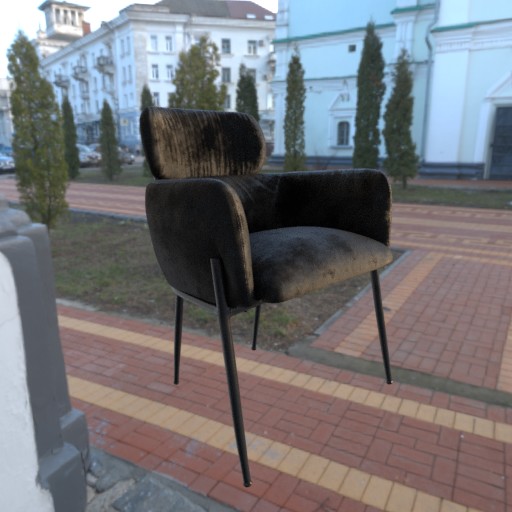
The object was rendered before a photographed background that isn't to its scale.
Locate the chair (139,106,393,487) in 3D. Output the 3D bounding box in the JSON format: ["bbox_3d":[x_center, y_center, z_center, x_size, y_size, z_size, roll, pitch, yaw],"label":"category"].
[{"bbox_3d":[0.000,0.000,1.251,0.640,0.818,0.604,-13,19,-43],"label":"chair"}]
